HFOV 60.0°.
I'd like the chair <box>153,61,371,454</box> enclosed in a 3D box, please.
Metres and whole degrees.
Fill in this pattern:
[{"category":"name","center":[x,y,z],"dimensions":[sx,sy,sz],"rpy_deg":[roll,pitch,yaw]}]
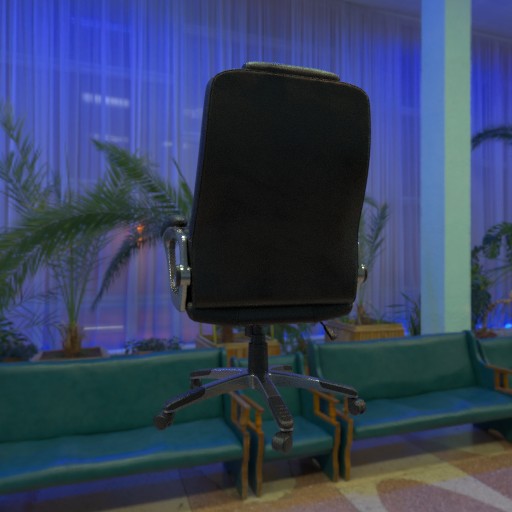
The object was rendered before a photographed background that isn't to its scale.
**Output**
[{"category":"chair","center":[0.000,0.000,1.523],"dimensions":[0.697,1.075,0.689],"rpy_deg":[0,0,-17]}]
